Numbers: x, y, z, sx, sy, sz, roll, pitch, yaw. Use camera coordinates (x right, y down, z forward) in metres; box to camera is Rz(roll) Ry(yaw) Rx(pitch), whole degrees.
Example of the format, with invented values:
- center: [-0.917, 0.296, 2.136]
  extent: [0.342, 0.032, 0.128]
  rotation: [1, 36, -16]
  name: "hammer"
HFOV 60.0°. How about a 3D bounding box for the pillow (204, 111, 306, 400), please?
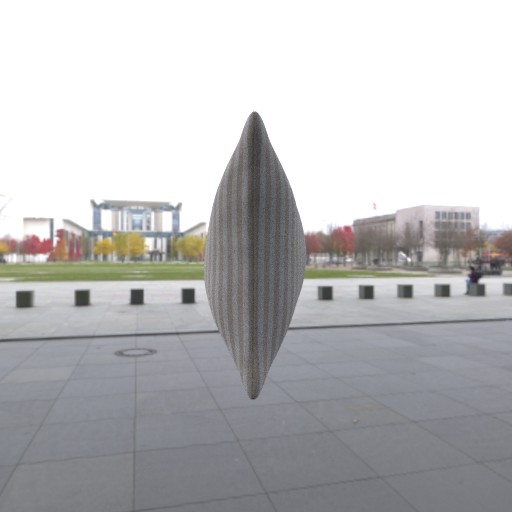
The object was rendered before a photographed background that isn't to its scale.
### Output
- center: [0.000, 0.000, 0.752]
  extent: [0.151, 0.295, 0.617]
  rotation: [0, 0, 0]
  name: "pillow"
